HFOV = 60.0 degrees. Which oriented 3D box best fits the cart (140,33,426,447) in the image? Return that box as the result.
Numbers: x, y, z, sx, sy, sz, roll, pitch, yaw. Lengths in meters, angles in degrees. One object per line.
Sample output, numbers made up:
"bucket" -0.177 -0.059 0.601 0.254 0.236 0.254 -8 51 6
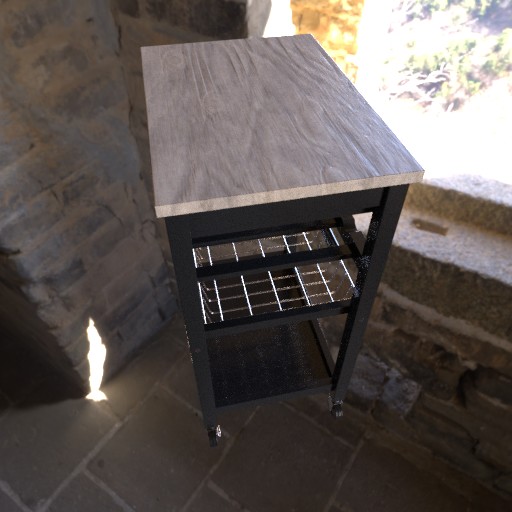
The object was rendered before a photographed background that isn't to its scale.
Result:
"cart" 0.000 0.000 1.119 0.403 0.839 0.584 -9 46 -9
